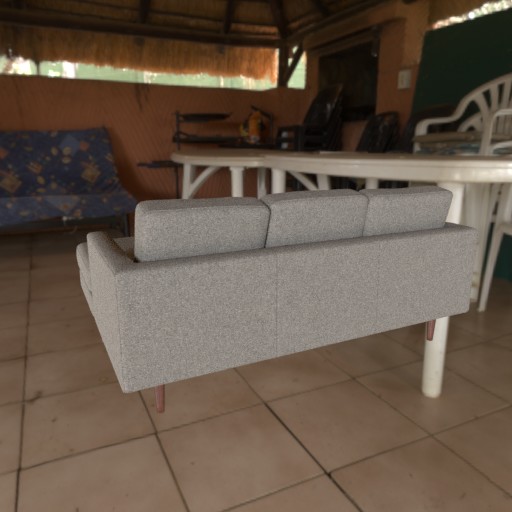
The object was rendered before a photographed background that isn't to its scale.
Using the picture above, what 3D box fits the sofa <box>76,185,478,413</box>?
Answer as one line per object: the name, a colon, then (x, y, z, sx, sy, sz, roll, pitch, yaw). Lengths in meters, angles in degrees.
sofa: (0.000, 0.000, 2.887, 2.055, 0.957, 1.667, -7, 16, -26)
